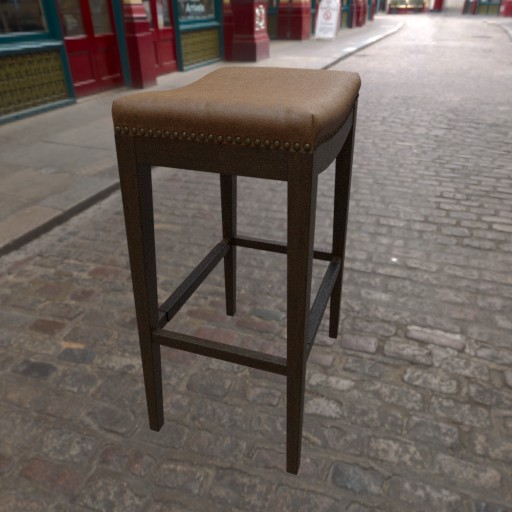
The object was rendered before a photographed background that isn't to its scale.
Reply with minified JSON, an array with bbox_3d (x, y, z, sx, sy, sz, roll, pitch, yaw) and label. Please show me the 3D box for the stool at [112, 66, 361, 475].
[{"bbox_3d":[0.000,0.000,1.023,0.361,0.759,0.500,10,31,17],"label":"stool"}]
